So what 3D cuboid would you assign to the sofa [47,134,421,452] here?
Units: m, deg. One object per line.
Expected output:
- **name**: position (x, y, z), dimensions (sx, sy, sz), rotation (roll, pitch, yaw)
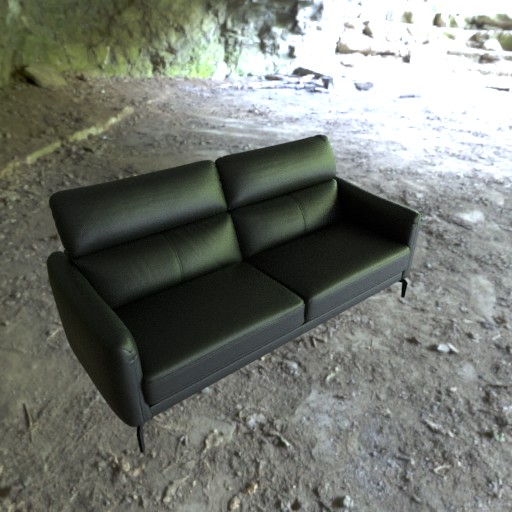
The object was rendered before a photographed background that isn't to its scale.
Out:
- **sofa**: position (0.000, 0.000, 2.508), dimensions (2.069, 0.957, 0.856), rotation (-21, 35, -33)
